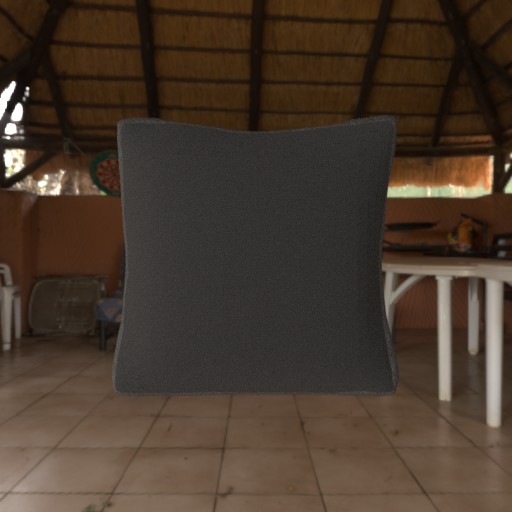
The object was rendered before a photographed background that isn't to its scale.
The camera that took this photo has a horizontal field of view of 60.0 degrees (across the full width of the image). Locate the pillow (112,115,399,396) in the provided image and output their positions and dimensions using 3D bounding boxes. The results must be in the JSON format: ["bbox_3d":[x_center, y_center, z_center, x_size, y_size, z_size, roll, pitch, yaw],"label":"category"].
[{"bbox_3d":[0.000,0.000,0.827,0.533,0.523,0.210,0,0,-1],"label":"pillow"}]
